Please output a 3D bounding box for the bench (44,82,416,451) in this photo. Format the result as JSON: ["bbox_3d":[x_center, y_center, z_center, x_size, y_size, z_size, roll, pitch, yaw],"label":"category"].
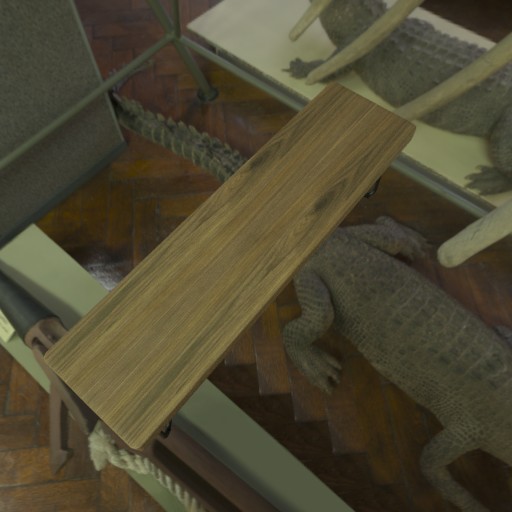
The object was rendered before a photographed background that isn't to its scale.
[{"bbox_3d":[0.000,0.000,1.780,0.425,0.462,1.570,36,68,17],"label":"bench"}]
